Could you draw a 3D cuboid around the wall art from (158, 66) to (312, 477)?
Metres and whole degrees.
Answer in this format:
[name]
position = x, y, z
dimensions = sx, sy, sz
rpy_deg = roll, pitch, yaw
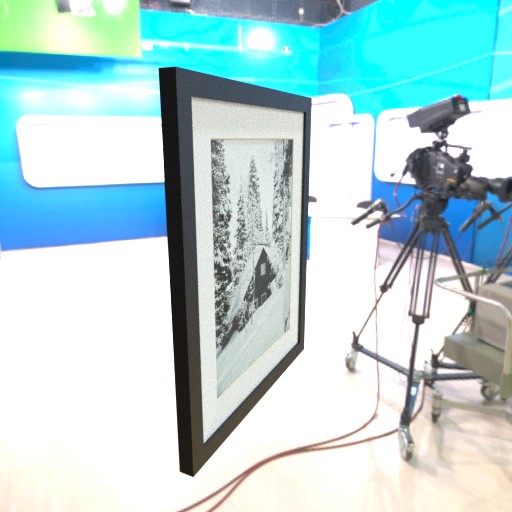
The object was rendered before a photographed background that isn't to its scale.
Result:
[wall art]
position = 0.000, 0.000, 0.554
dimensions = 0.018, 0.397, 0.325
rpy_deg = 7, 17, 26
